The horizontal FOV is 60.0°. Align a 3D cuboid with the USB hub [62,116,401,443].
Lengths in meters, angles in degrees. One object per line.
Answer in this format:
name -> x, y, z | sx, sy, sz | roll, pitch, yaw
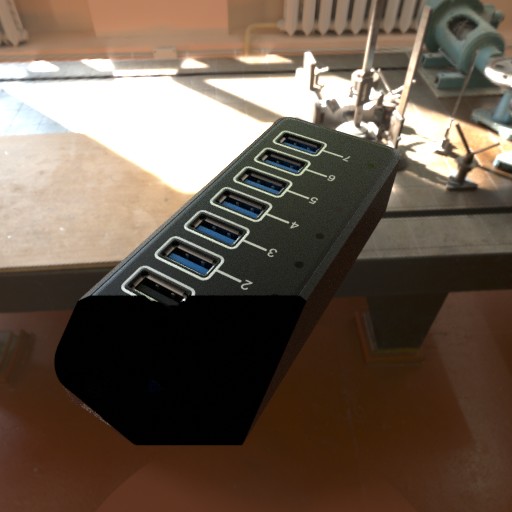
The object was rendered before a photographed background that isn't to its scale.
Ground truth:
USB hub -> 0.000, 0.000, 0.124 | 0.044, 0.023, 0.110 | 24, 52, 21
